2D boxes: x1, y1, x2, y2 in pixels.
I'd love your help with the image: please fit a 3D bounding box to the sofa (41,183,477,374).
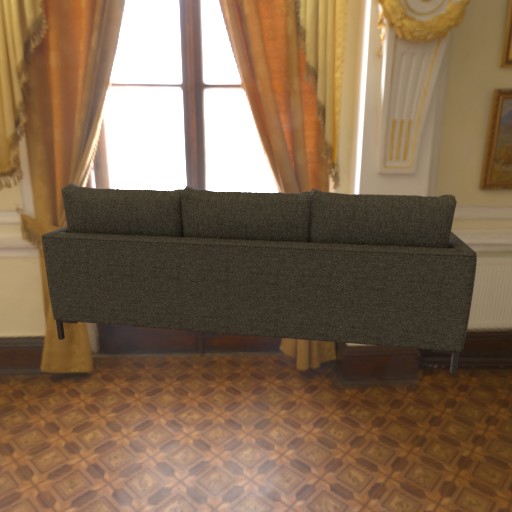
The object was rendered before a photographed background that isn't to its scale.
[{"bbox_3d":[0.000,0.000,2.674,2.253,0.879,0.876,3,16,10],"label":"sofa"}]
